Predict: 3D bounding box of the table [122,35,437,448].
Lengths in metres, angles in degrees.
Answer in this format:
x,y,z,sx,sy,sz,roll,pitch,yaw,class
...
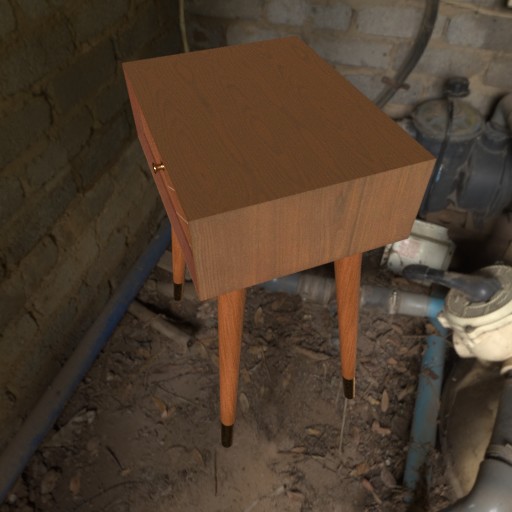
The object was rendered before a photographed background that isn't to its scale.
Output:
x,y,z,sx,sy,sz,roll,pitch,yaw,class
0.000,0.000,0.812,0.300,0.599,0.406,-16,49,-14,table
